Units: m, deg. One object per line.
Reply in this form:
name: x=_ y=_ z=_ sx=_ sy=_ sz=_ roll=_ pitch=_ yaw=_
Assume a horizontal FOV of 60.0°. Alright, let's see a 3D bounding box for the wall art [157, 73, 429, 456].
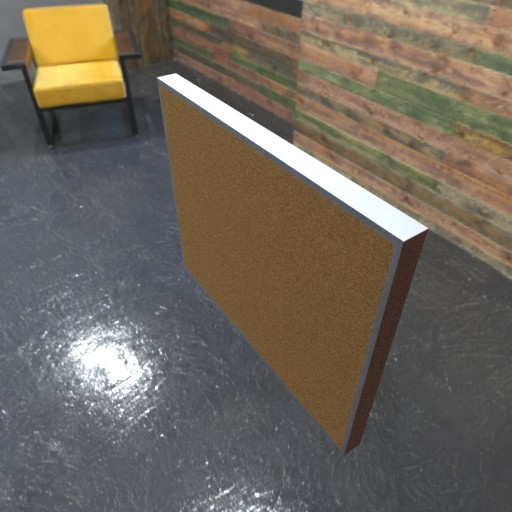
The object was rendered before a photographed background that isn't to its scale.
wall art: x=0.000 y=0.000 z=0.759 sx=0.037 sy=0.450 sz=0.557 roll=-24 pitch=46 yaw=-26
